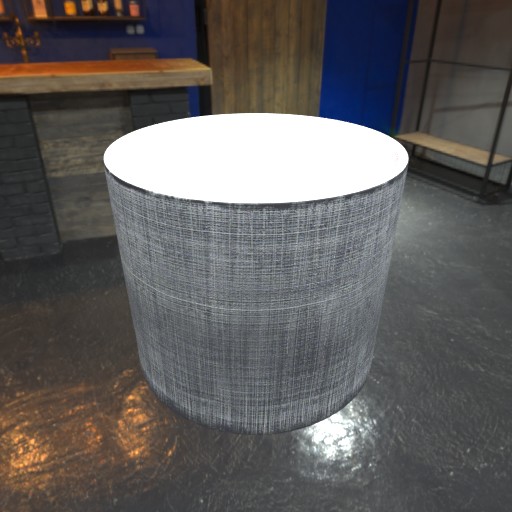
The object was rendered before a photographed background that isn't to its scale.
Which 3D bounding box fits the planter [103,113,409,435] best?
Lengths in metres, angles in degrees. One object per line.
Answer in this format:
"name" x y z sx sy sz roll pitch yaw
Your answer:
"planter" 0.000 0.000 0.439 0.254 0.221 0.254 0 30 0
